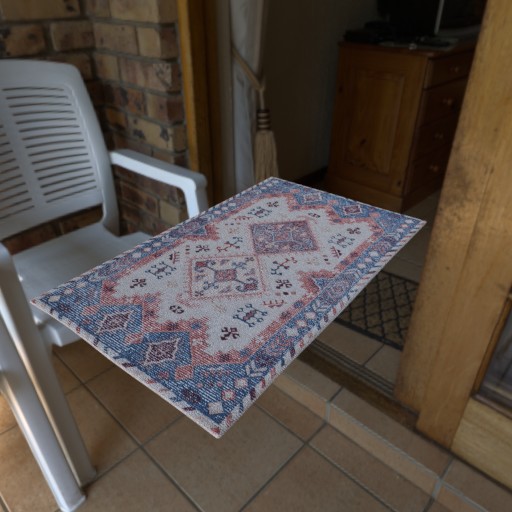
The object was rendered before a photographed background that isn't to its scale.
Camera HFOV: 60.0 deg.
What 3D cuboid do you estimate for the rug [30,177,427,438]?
[{"bbox_3d":[0.000,0.000,3.070,1.521,0.023,2.464,22,39,31],"label":"rug"}]
